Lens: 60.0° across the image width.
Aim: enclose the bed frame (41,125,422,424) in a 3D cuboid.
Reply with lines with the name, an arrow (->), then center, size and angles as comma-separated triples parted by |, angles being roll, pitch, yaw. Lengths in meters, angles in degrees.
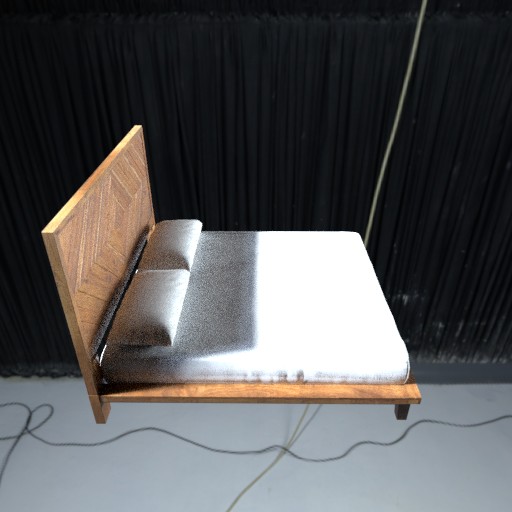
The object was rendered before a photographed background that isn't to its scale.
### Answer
bed frame -> 0.000, 0.000, 3.583 | 2.235, 1.537, 2.038 | 0, 32, 0
